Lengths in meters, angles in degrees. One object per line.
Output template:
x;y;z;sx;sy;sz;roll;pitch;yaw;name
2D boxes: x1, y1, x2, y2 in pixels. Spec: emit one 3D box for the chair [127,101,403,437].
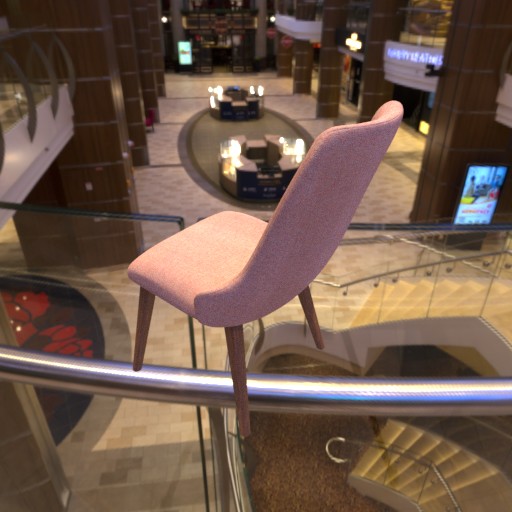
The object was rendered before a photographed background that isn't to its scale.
0.000;0.000;1.322;0.707;0.918;0.535;21;37;31;chair
